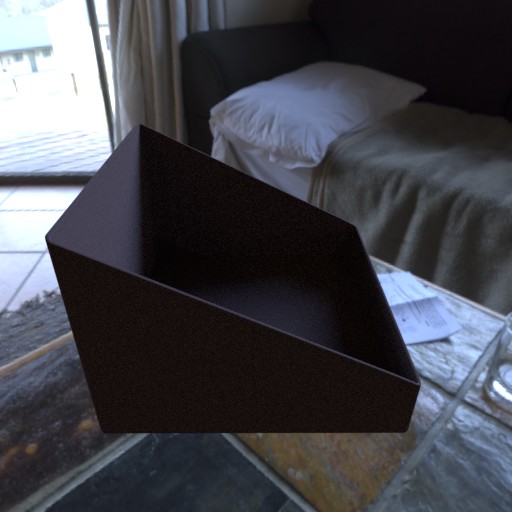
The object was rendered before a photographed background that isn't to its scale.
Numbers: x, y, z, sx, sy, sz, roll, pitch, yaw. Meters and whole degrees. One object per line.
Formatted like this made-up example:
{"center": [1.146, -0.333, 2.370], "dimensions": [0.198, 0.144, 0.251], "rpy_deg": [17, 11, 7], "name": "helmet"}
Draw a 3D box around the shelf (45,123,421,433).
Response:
{"center": [0.000, 0.000, 0.480], "dimensions": [0.292, 0.210, 0.292], "rpy_deg": [0, 32, 0], "name": "shelf"}
